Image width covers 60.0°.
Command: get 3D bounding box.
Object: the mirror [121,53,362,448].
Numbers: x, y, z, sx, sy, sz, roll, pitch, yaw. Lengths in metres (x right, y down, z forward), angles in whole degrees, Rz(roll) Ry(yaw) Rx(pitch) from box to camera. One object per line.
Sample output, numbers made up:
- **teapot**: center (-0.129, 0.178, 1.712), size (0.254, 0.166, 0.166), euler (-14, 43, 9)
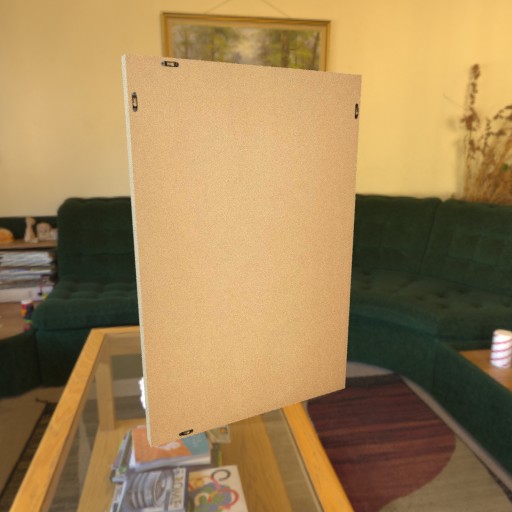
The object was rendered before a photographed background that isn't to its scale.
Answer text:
- **mirror**: center (0.000, 0.000, 1.150), size (0.609, 0.915, 0.041), euler (-7, 16, -27)
